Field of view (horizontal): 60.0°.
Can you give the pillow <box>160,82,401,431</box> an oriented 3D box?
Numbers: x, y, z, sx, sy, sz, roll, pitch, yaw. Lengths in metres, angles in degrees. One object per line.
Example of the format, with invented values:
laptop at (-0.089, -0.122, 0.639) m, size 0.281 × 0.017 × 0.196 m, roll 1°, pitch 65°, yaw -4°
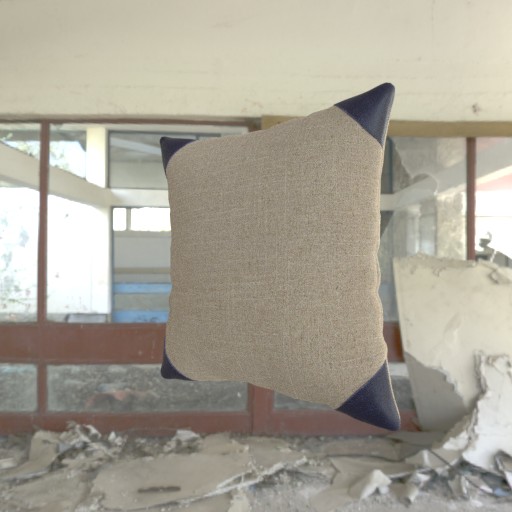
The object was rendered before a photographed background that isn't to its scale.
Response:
pillow at (0.000, 0.000, 0.681) m, size 0.440 × 0.441 × 0.147 m, roll -1°, pitch -1°, yaw 35°
